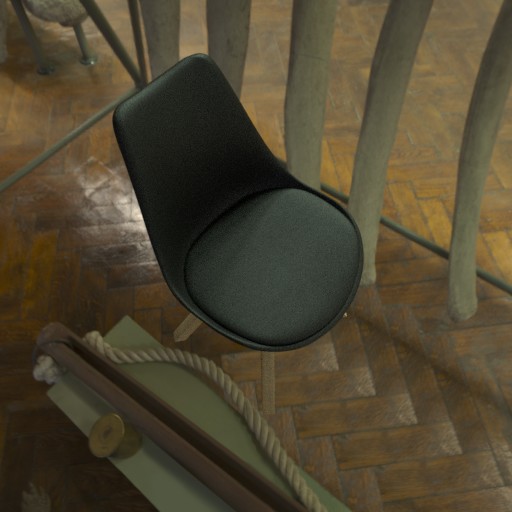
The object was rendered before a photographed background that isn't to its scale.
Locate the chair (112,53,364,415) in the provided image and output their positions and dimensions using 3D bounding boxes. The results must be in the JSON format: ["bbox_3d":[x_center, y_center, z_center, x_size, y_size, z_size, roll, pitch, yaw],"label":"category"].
[{"bbox_3d":[0.000,0.000,1.173,0.549,0.850,0.485,34,64,19],"label":"chair"}]
